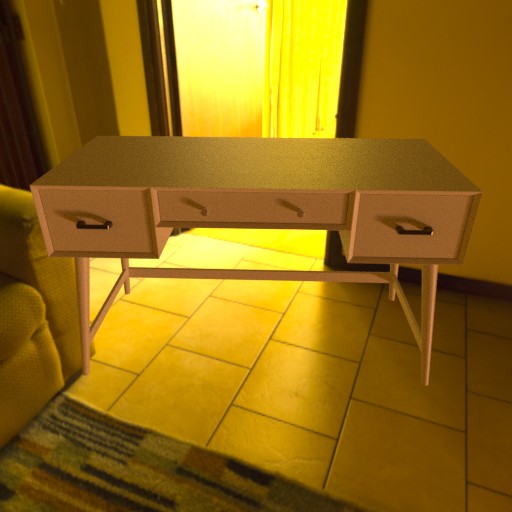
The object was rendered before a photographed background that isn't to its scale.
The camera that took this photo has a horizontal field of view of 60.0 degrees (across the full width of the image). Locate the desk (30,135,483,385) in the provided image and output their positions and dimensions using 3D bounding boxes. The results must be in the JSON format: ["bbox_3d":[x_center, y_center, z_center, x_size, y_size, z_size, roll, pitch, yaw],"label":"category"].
[{"bbox_3d":[0.000,0.000,1.711,1.313,0.762,0.589,1,30,2],"label":"desk"}]
